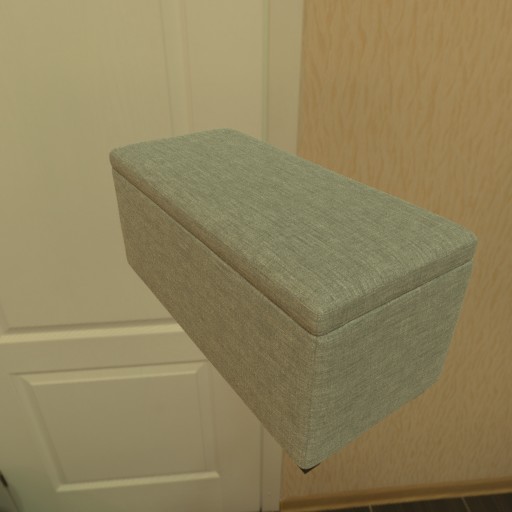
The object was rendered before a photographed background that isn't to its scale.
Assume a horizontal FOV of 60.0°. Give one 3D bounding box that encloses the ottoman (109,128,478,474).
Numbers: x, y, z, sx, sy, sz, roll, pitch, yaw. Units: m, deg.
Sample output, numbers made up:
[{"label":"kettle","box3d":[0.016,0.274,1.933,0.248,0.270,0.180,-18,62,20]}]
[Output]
[{"label":"ottoman","box3d":[0.000,0.000,1.114,0.419,0.432,0.902,-20,36,-29]}]
